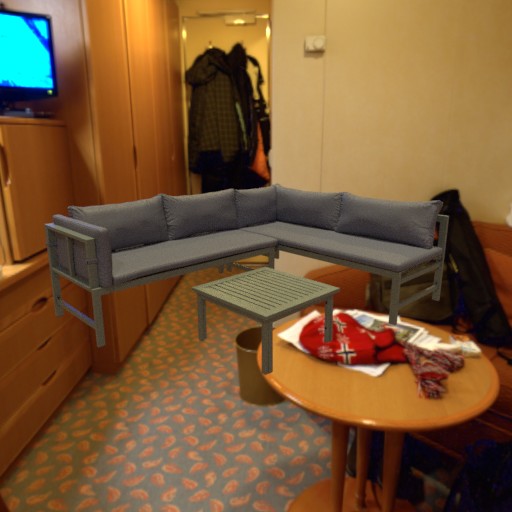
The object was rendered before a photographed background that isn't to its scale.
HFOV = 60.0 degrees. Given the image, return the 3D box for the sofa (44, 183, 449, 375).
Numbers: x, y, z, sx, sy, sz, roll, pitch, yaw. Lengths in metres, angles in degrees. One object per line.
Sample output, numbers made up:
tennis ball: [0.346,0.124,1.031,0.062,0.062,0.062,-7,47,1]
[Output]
sofa: [0.000,0.000,3.006,2.149,0.762,1.658,-14,21,-42]
